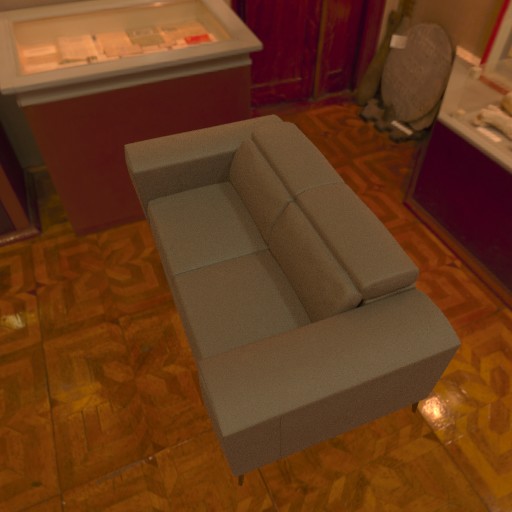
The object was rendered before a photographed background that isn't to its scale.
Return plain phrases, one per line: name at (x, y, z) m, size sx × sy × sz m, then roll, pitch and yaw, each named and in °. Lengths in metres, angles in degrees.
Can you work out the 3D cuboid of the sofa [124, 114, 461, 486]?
sofa at (0.000, 0.000, 2.352) m, size 1.003 × 0.779 × 1.895 m, roll -16°, pitch 49°, yaw -14°
